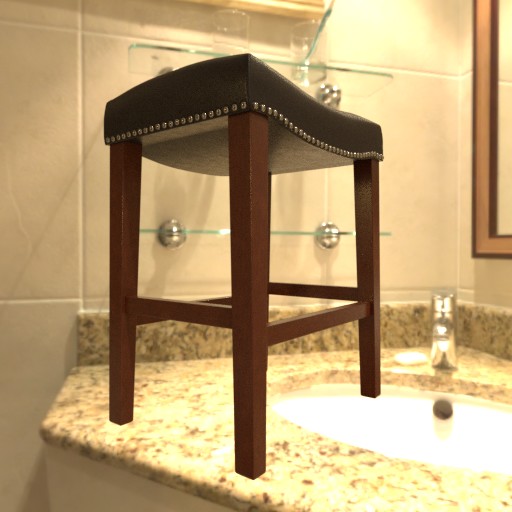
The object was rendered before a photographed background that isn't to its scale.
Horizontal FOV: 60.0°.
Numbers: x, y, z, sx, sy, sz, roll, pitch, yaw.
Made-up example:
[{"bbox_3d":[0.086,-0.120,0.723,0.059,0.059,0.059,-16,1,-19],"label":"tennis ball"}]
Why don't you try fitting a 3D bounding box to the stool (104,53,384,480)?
[{"bbox_3d":[0.000,0.000,0.946,0.372,0.654,0.504,1,1,38],"label":"stool"}]
